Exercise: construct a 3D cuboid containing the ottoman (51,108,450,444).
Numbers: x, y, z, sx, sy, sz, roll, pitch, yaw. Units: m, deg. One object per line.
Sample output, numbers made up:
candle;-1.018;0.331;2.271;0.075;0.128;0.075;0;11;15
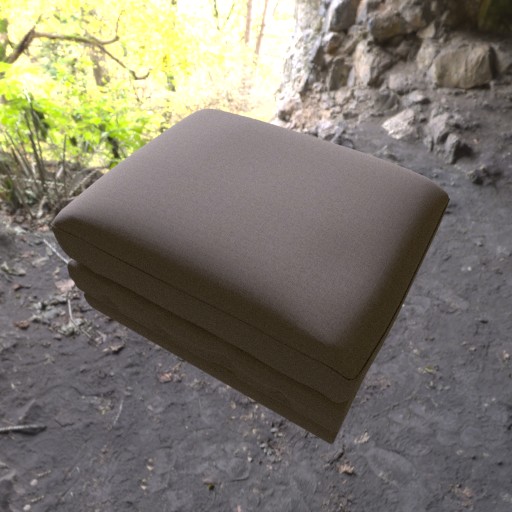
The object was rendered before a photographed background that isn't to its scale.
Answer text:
ottoman;0.000;0.000;1.031;0.684;0.463;0.541;24;52;21
